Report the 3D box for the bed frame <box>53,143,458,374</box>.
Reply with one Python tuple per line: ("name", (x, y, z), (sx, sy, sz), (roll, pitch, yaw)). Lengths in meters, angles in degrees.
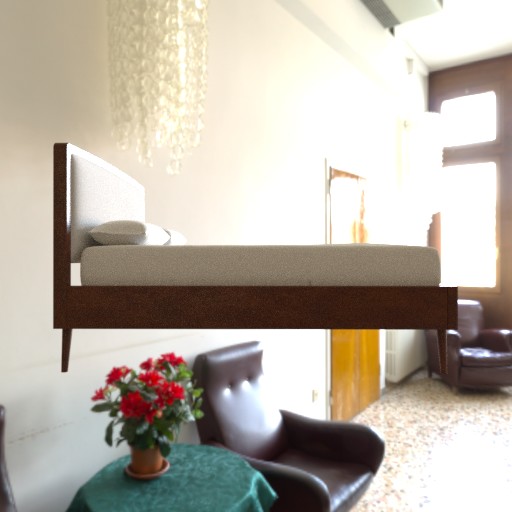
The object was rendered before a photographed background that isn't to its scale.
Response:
("bed frame", (0.000, 0.000, 3.170), (2.171, 1.279, 1.587), (0, 0, 1))
